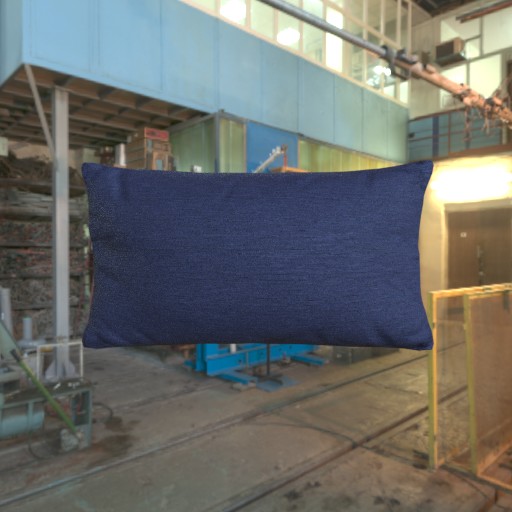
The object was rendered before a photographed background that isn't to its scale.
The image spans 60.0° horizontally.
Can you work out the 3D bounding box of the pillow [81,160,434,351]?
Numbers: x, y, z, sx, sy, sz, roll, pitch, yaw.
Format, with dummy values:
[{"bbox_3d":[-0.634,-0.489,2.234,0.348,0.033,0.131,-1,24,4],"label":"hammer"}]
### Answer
[{"bbox_3d":[0.000,0.000,0.788,0.633,0.338,0.210,0,1,1],"label":"pillow"}]
